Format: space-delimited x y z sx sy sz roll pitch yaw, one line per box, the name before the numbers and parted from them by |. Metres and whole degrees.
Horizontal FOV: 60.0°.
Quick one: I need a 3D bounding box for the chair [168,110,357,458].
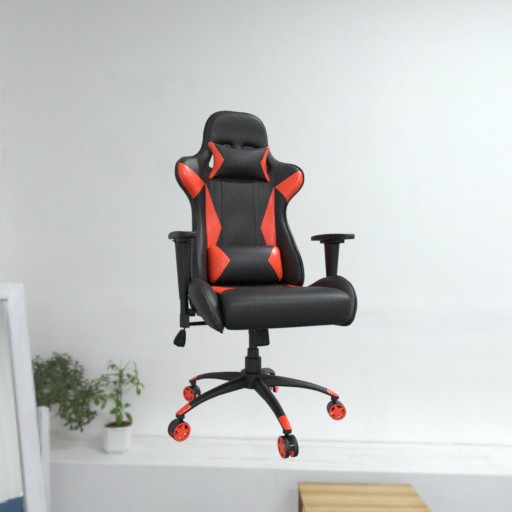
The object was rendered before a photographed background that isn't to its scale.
chair | 0.000 0.000 1.719 0.695 1.282 0.730 0 0 -19
